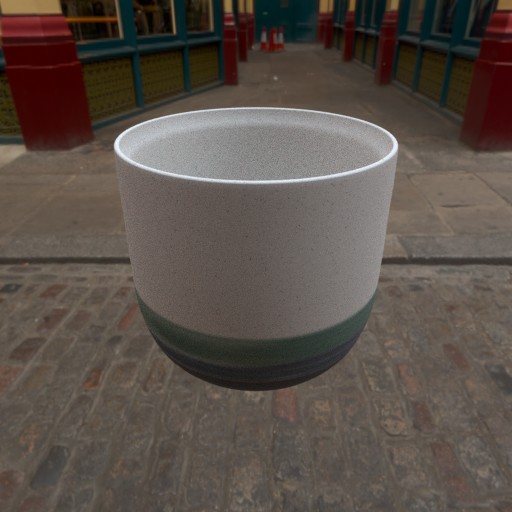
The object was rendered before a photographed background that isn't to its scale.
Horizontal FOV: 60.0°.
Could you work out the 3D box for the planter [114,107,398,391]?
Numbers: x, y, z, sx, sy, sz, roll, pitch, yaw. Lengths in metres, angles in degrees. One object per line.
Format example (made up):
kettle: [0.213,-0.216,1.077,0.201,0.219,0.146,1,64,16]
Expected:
planter: [0.000,0.000,0.495,0.268,0.270,0.268,0,29,0]
